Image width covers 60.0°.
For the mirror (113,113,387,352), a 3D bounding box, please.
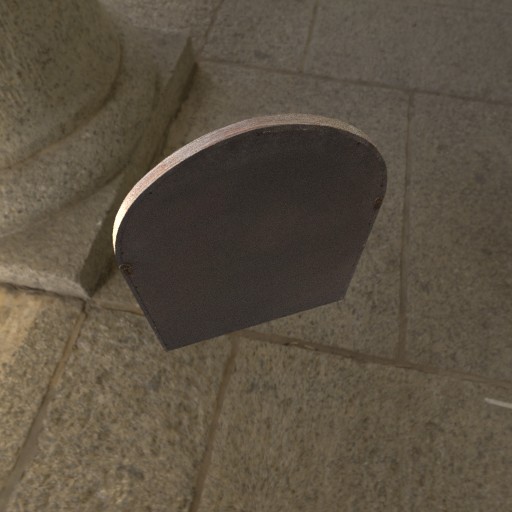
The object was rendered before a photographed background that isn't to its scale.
[{"bbox_3d":[0.000,0.000,1.176,0.660,0.920,0.032,-15,61,-9],"label":"mirror"}]
